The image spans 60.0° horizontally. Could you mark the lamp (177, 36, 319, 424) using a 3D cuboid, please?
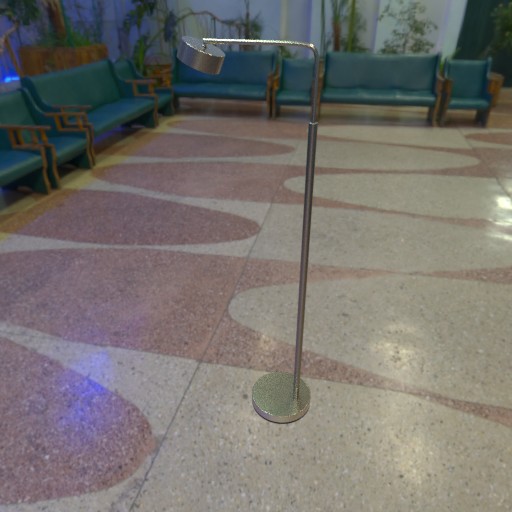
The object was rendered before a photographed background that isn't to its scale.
[{"bbox_3d":[0.000,0.000,1.411,0.421,1.250,0.222,8,31,13],"label":"lamp"}]
